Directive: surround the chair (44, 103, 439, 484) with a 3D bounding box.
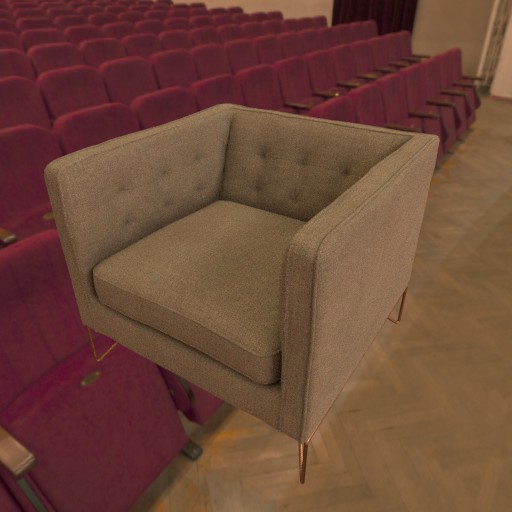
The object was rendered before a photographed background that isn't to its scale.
[{"bbox_3d":[0.000,0.000,1.572,0.920,0.799,0.912,19,36,28],"label":"chair"}]
